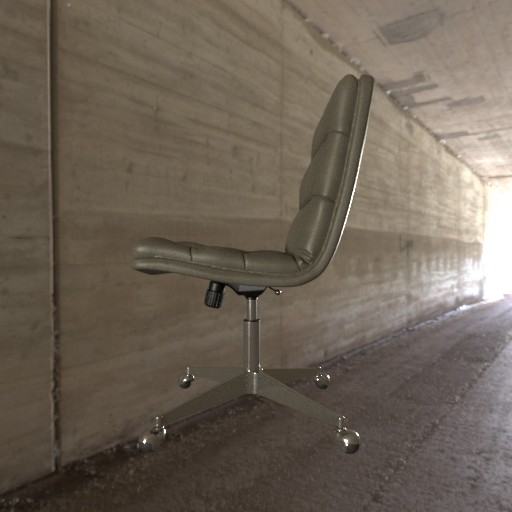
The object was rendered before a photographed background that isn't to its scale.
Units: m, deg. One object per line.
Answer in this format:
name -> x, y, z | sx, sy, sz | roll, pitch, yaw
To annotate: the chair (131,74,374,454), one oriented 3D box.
chair -> 0.000, 0.000, 1.022 | 0.485, 0.738, 0.422 | 0, 1, 0
